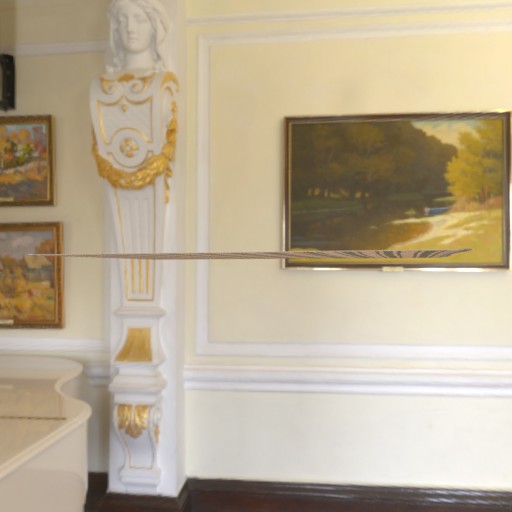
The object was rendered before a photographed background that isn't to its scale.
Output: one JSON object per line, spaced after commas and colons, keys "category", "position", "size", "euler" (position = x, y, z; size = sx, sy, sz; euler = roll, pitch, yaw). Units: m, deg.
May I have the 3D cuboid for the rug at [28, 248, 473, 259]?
{"category": "rug", "position": [0.000, 0.000, 2.511], "size": [2.084, 0.009, 1.222], "euler": [-1, -2, 18]}
